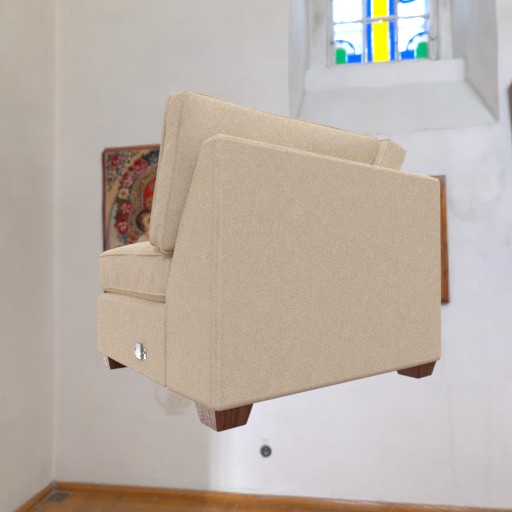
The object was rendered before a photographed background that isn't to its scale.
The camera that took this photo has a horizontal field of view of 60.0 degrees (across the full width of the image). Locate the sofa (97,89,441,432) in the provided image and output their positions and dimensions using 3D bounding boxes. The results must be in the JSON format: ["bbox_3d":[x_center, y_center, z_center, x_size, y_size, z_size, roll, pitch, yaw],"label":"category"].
[{"bbox_3d":[0.000,0.000,1.940,1.146,1.002,1.084,1,-1,-37],"label":"sofa"}]
